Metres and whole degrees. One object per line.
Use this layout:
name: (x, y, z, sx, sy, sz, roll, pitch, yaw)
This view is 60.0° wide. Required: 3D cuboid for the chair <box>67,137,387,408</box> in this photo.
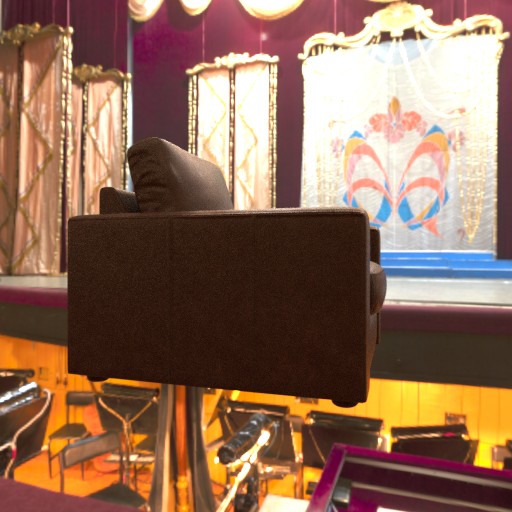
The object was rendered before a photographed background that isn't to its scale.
chair: (0.000, 0.000, 1.799, 1.016, 0.873, 1.005, 0, 0, 18)
